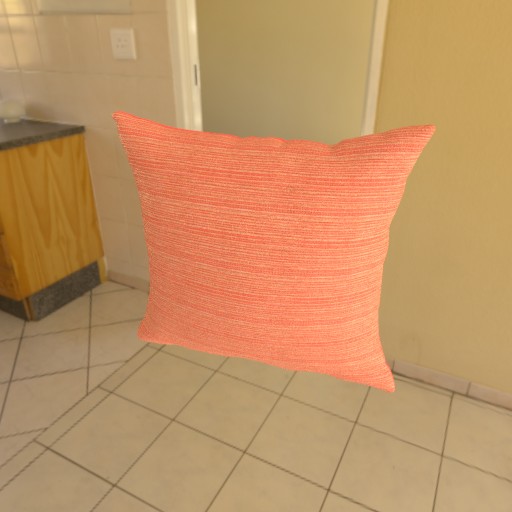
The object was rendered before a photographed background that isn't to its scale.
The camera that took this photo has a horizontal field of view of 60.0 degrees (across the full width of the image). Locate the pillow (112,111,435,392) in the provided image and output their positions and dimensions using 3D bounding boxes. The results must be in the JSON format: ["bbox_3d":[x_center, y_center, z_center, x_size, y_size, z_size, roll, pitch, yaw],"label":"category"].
[{"bbox_3d":[0.000,0.000,0.817,0.559,0.501,0.229,8,28,16],"label":"pillow"}]
